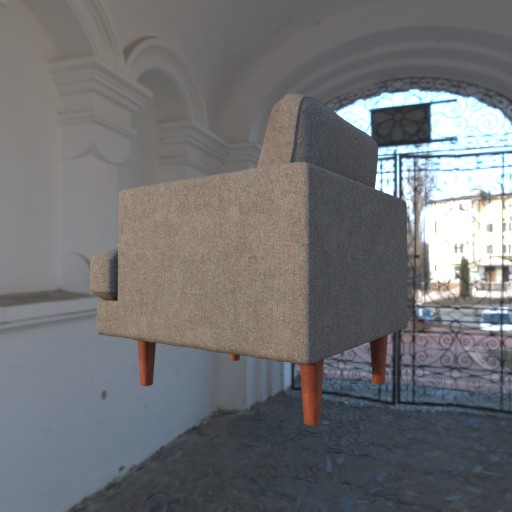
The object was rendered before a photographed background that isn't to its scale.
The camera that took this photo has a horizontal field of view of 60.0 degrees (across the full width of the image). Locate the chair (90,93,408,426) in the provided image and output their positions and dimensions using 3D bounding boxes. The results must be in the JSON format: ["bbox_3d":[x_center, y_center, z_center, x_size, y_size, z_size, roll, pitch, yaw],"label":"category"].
[{"bbox_3d":[0.000,0.000,1.682,0.899,0.957,0.858,-1,-1,35],"label":"chair"}]
